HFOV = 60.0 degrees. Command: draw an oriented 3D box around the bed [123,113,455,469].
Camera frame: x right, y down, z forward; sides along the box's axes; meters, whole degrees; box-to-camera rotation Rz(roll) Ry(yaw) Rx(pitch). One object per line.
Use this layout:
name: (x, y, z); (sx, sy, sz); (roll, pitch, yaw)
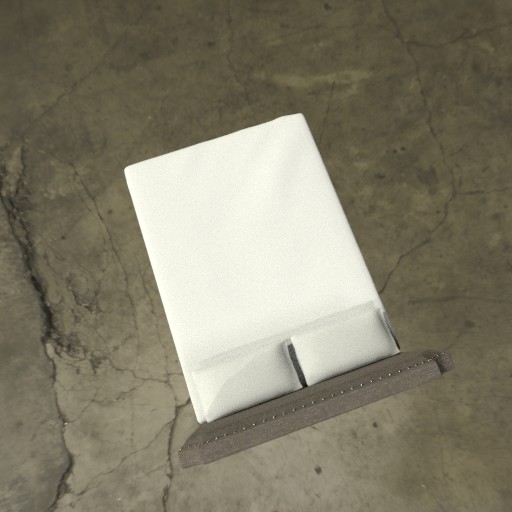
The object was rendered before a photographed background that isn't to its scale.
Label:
bed: (0.000, 0.000, 3.441); (1.713, 1.457, 2.381); (-18, 77, -5)
